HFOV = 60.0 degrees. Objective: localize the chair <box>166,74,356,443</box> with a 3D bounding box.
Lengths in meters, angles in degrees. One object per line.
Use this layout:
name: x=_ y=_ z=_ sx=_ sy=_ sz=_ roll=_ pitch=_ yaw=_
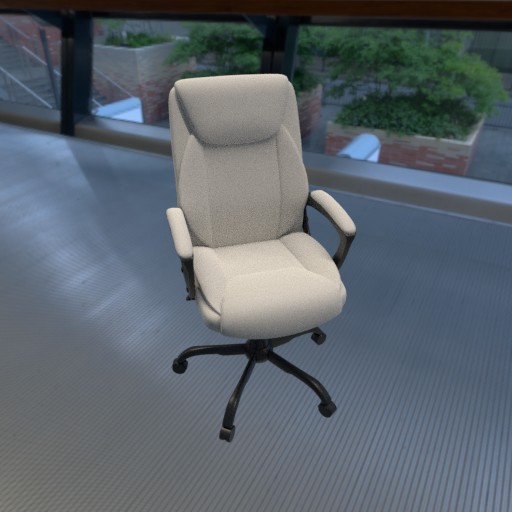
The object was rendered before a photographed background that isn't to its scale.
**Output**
chair: x=0.000 y=0.000 z=1.513 sx=0.663 sy=1.065 sz=0.669 roll=-9 pitch=34 yaw=-13
